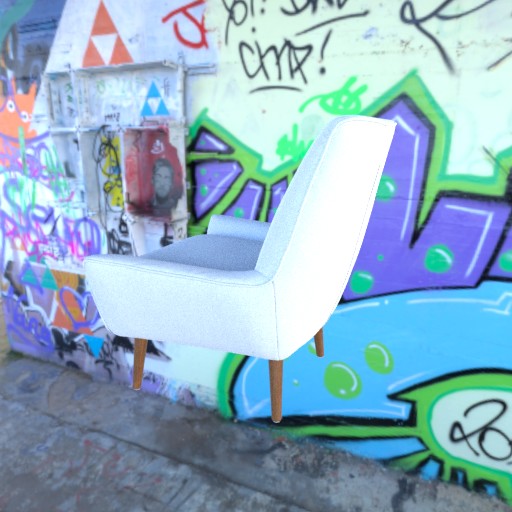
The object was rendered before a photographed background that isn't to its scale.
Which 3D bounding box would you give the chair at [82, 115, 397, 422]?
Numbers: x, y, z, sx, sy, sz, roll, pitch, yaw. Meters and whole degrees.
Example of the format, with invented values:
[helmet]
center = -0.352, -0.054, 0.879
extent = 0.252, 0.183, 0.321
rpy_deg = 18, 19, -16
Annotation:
[chair]
center = 0.000, 0.000, 1.492
extent = 0.822, 0.888, 0.787
rpy_deg = 7, 17, 24
